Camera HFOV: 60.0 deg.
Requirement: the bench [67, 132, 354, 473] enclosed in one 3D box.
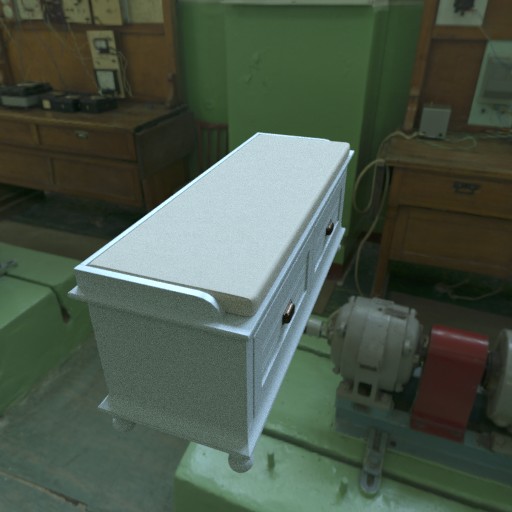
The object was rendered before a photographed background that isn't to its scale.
[{"bbox_3d":[0.000,0.000,1.436,0.402,0.486,1.185,10,32,17],"label":"bench"}]
